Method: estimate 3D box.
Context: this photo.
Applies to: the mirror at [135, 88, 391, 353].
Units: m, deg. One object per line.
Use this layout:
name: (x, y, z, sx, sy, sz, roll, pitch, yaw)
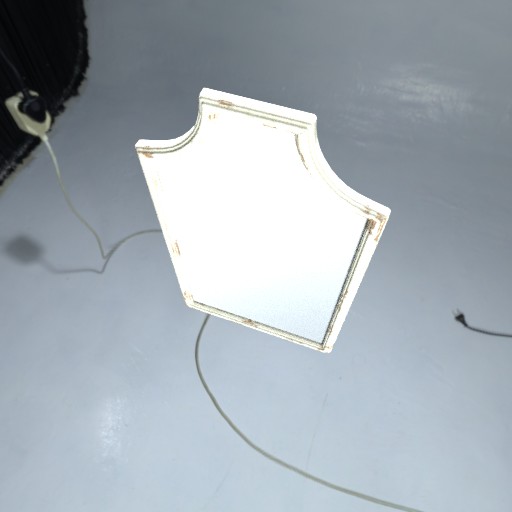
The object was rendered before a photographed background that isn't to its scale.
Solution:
mirror: (0.000, 0.000, 0.858, 0.403, 0.717, 0.022, 17, 60, 10)
